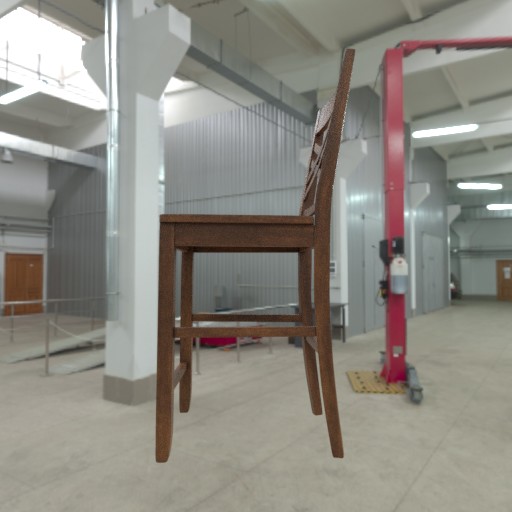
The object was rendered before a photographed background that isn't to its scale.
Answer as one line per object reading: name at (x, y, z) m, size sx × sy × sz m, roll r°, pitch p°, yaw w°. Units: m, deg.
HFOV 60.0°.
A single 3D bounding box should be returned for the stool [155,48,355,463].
stool at (0.000, 0.000, 1.367) m, size 0.539 × 1.079 × 0.462 m, roll 0°, pitch -2°, yaw -1°
